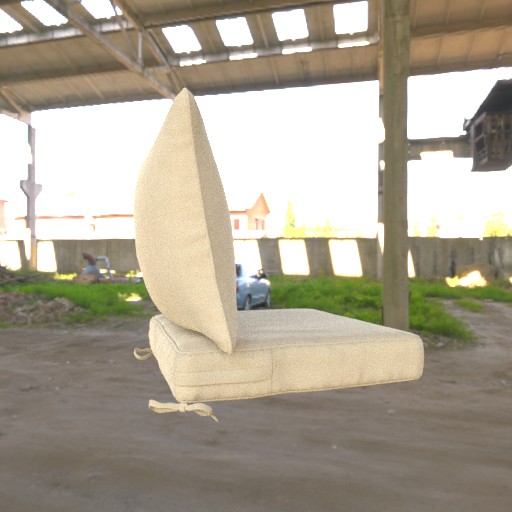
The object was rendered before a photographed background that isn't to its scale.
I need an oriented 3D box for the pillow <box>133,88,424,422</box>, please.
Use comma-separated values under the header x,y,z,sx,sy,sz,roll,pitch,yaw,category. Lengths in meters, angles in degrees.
x,y,z,sx,sy,sz,roll,pitch,yaw,category
0.000,0.000,1.374,0.733,0.716,0.798,0,0,-18,pillow
